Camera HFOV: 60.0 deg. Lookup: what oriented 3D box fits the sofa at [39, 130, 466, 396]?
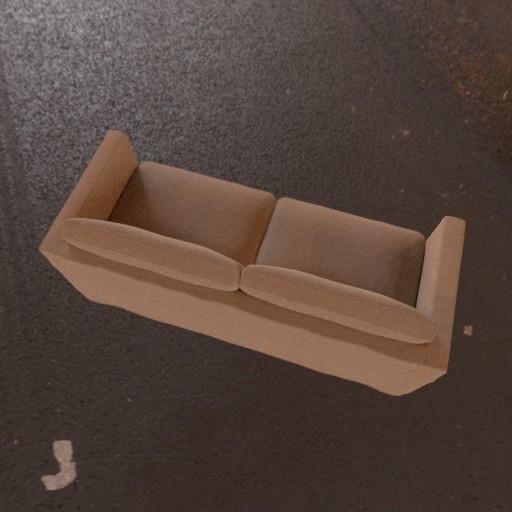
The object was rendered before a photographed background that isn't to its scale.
[{"bbox_3d":[0.000,0.000,2.763,2.296,0.847,0.956,16,65,8],"label":"sofa"}]
